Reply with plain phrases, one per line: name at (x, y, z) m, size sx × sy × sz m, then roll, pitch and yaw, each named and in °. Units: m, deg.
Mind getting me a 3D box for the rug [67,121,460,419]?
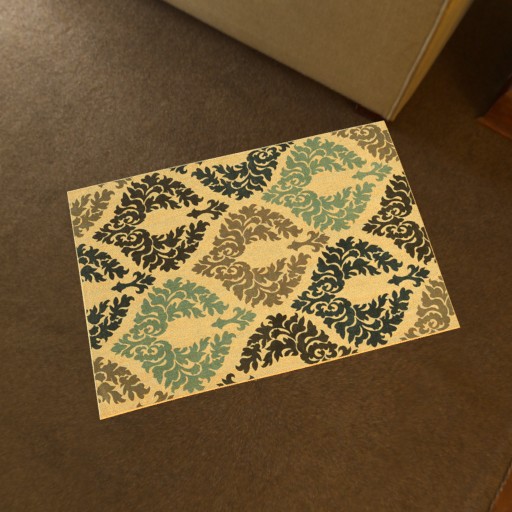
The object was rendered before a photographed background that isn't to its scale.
rug at (0.000, 0.000, 2.895) m, size 2.275 × 0.014 × 1.514 m, roll -13°, pitch 75°, yaw -4°
